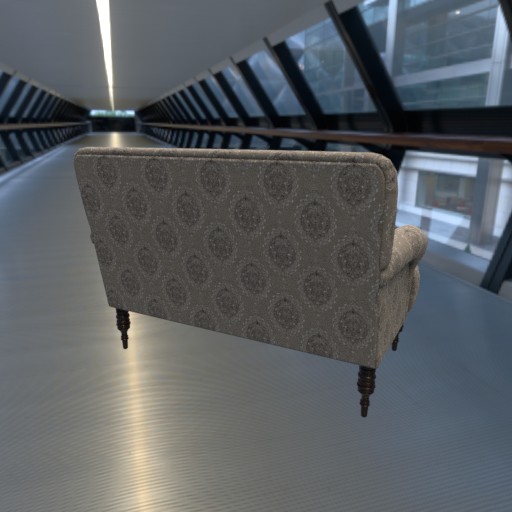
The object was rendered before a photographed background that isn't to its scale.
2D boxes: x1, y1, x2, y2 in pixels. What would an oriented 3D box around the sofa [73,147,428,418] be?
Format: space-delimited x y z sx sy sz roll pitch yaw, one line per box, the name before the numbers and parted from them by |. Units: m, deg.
sofa | 0.000 0.000 1.846 1.297 0.889 0.779 8 17 26
